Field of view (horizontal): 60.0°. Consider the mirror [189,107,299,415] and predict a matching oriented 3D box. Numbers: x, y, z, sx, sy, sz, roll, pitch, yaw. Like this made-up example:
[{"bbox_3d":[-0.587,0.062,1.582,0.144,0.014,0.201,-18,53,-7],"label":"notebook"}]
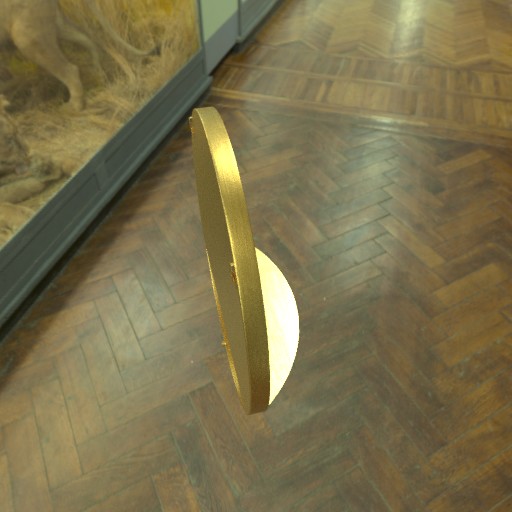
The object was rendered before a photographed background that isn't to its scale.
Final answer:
[{"bbox_3d":[0.000,0.000,0.699,0.133,0.457,0.457,-10,46,-10],"label":"mirror"}]
